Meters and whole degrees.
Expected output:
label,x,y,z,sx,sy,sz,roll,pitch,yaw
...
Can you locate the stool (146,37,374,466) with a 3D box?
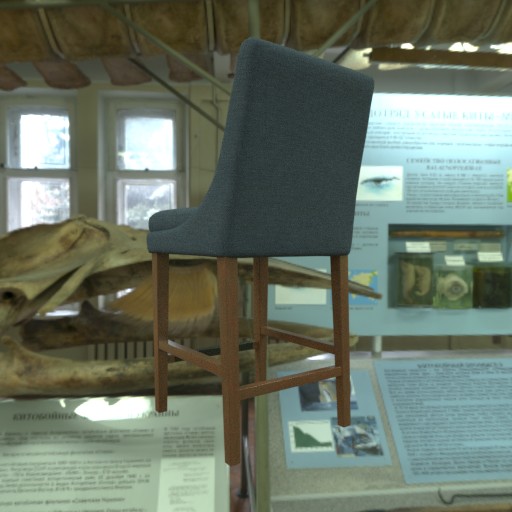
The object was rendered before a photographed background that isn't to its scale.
label,x,y,z,sx,sy,sz,roll,pitch,yaw
stool,0.000,0.000,1.303,0.470,0.981,0.577,-1,2,-36
